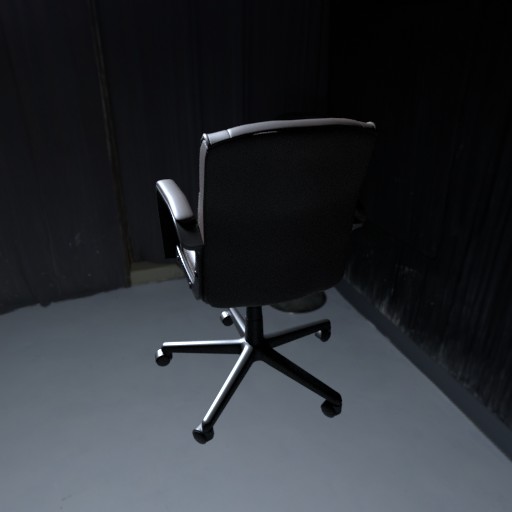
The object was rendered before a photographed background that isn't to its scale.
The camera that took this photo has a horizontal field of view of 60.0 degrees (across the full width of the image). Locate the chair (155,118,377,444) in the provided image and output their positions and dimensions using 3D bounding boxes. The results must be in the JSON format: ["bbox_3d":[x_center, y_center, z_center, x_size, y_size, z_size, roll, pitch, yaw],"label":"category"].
[{"bbox_3d":[0.000,0.000,1.510,0.739,1.004,0.717,-9,28,-16],"label":"chair"}]
